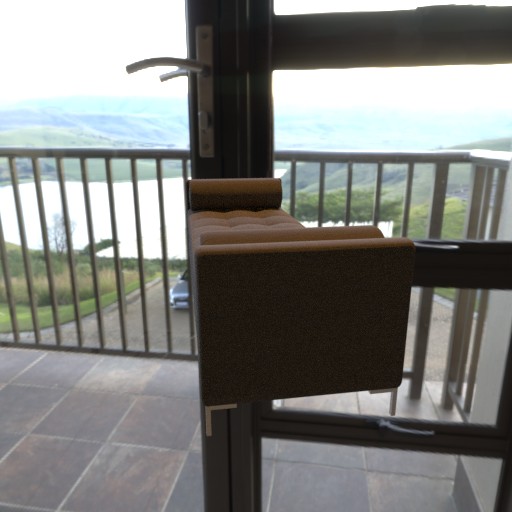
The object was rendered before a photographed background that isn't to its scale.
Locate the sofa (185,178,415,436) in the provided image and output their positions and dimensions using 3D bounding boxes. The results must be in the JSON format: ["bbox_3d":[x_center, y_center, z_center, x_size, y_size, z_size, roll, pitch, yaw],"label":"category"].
[{"bbox_3d":[0.000,0.000,2.333,0.686,0.635,1.981,-3,16,-9],"label":"sofa"}]
